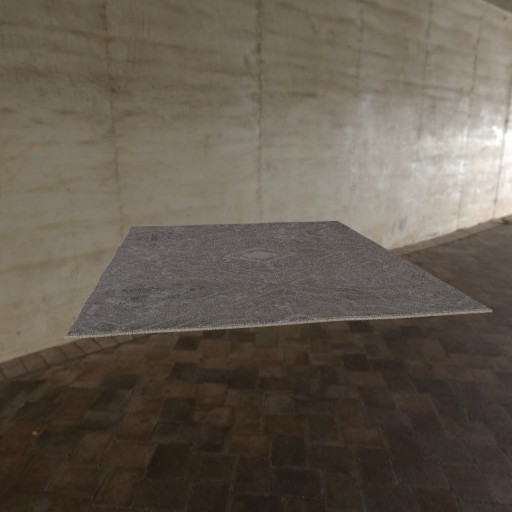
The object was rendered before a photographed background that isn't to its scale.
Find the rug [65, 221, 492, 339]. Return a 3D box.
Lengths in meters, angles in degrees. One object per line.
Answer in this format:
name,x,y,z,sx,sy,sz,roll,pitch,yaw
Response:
rug,0.000,0.000,0.859,0.548,0.006,0.639,-2,16,-8
